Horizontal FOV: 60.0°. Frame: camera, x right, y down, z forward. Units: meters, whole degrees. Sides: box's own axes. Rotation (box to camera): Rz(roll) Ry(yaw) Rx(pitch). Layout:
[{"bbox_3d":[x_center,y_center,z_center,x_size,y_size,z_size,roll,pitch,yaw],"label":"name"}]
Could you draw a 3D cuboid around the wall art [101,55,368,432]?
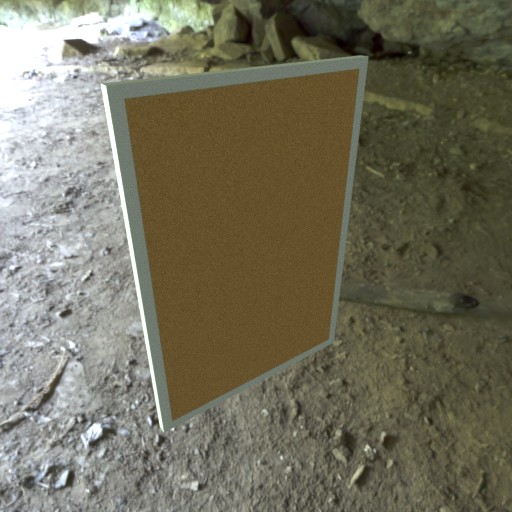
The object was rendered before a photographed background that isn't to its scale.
[{"bbox_3d":[0.000,0.000,0.548,0.303,0.433,0.013,-20,37,-29],"label":"wall art"}]
